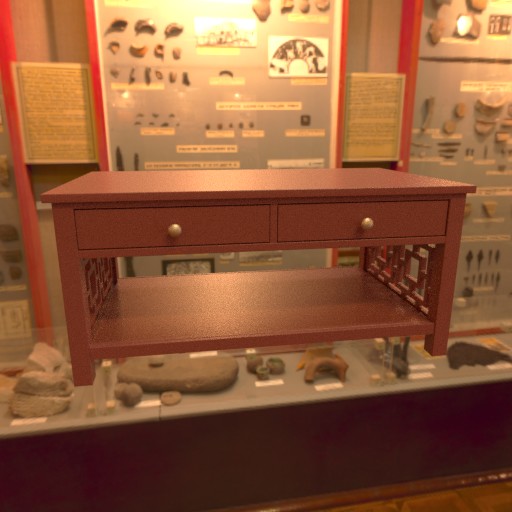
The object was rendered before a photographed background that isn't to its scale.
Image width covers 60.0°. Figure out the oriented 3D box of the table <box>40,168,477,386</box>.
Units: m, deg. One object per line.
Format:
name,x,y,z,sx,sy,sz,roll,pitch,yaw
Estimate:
table,0.000,0.000,1.413,1.068,0.493,0.612,-3,16,-9
